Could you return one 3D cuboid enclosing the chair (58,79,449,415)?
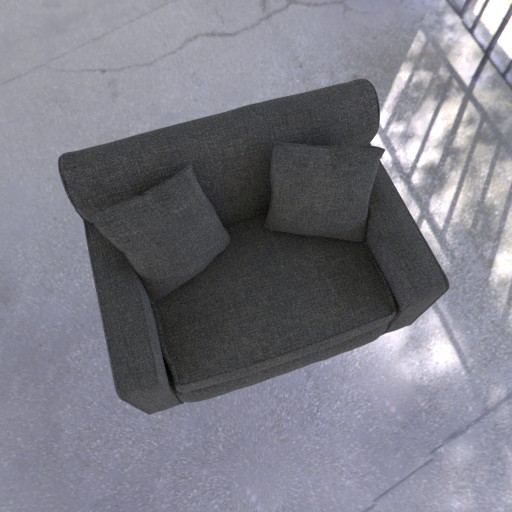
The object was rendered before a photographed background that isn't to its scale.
[{"bbox_3d":[0.000,0.000,2.038,1.383,0.948,1.000,-17,65,-8],"label":"chair"}]
